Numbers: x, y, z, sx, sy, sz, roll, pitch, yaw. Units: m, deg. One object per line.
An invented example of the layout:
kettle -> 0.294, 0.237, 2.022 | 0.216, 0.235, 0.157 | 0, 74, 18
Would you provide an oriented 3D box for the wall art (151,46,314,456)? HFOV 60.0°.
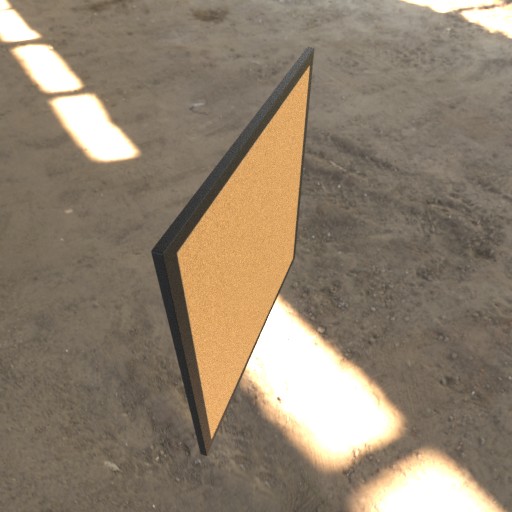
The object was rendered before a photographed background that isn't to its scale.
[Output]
wall art -> 0.000, 0.000, 0.978 | 0.016, 0.659, 0.663 | 16, 48, 14
